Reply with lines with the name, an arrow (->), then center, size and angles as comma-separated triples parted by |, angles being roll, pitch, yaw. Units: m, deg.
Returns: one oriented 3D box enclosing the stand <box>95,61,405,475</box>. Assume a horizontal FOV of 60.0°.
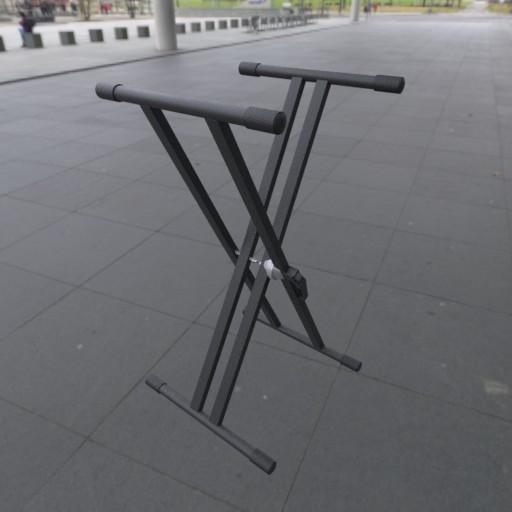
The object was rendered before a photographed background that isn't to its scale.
stand -> 0.000, 0.000, 1.202 | 0.495, 0.900, 0.503 | 22, 37, 33
